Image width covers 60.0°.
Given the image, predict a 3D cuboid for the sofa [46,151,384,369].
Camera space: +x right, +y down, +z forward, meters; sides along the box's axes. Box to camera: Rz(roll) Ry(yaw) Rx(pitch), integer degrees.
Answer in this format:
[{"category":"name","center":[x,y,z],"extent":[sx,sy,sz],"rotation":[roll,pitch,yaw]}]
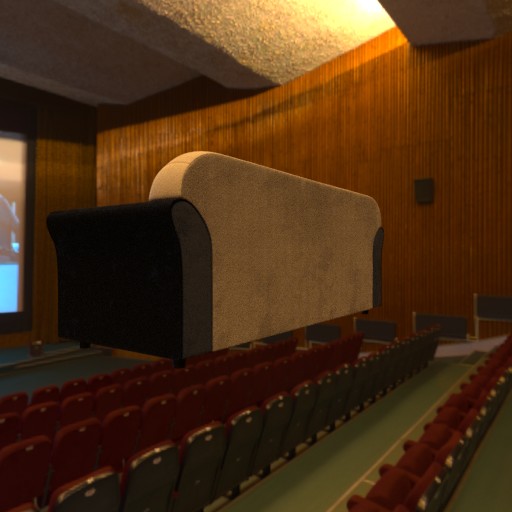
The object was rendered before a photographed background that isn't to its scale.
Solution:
[{"category":"sofa","center":[0.000,0.000,2.464],"extent":[0.749,0.789,2.006],"rotation":[0,0,35]}]
